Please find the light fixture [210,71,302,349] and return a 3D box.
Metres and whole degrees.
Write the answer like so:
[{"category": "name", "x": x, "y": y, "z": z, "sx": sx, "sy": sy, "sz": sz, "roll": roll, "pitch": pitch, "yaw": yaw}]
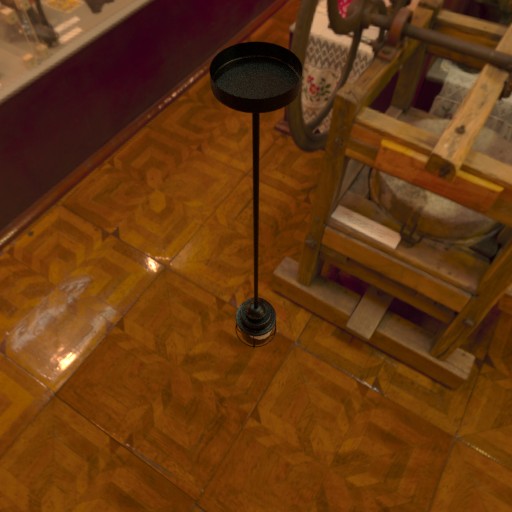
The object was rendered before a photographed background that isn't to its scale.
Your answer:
[{"category": "light fixture", "x": 0.000, "y": 0.000, "z": 0.974, "sx": 0.123, "sy": 0.920, "sz": 0.123, "roll": 30, "pitch": 62, "yaw": 18}]
